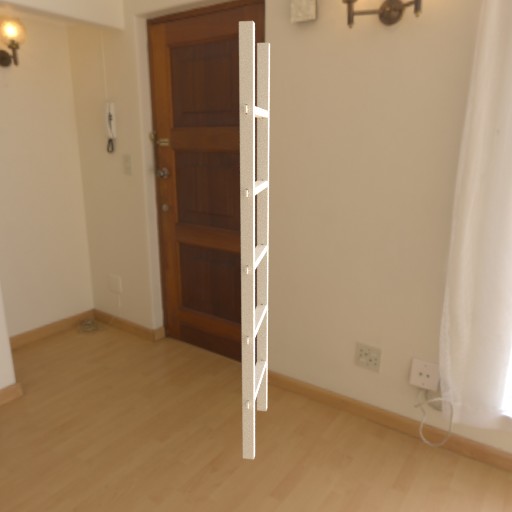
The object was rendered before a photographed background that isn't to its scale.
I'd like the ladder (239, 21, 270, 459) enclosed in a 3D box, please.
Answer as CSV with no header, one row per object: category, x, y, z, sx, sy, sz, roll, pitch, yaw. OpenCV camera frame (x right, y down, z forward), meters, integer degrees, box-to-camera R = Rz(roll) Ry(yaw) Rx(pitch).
ladder,0.000,0.000,1.966,0.051,1.797,0.452,3,15,10
